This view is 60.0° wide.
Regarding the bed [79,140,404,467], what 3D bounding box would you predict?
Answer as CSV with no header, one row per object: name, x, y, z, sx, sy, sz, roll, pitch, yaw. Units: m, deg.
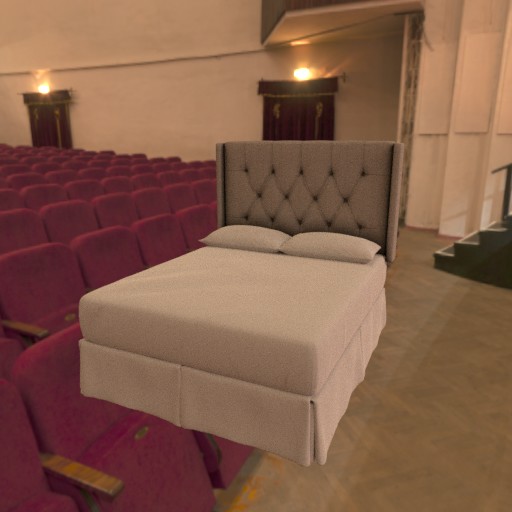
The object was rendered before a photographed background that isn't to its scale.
bed,0.000,0.000,3.295,1.719,1.665,2.066,7,16,25
